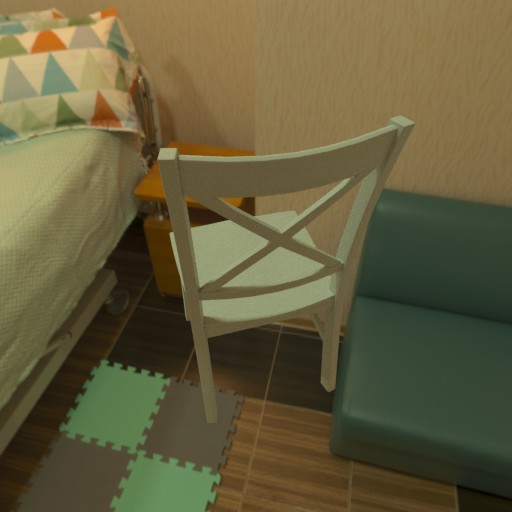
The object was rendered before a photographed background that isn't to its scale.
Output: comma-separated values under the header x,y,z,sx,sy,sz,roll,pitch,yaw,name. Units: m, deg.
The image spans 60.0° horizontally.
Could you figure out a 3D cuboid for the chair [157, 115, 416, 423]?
x,y,z,sx,sy,sz,roll,pitch,yaw,name
0.000,0.000,1.291,0.485,0.983,0.542,-11,43,-12,chair
